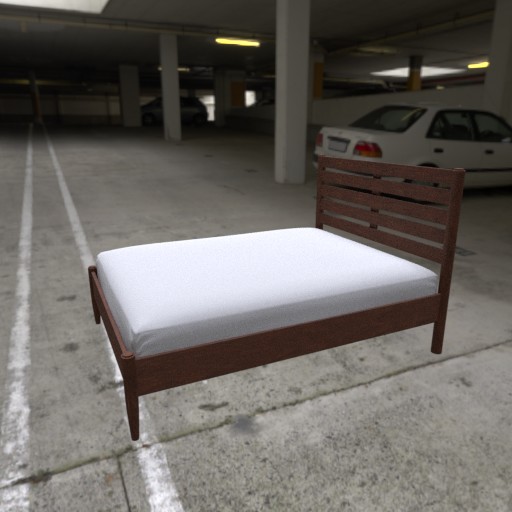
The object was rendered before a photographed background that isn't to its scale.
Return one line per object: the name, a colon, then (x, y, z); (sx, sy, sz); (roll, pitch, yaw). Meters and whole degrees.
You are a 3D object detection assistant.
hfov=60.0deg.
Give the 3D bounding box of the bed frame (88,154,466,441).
bed frame: (0.000, 0.000, 3.286); (2.234, 1.321, 1.655); (-8, 18, -24)
